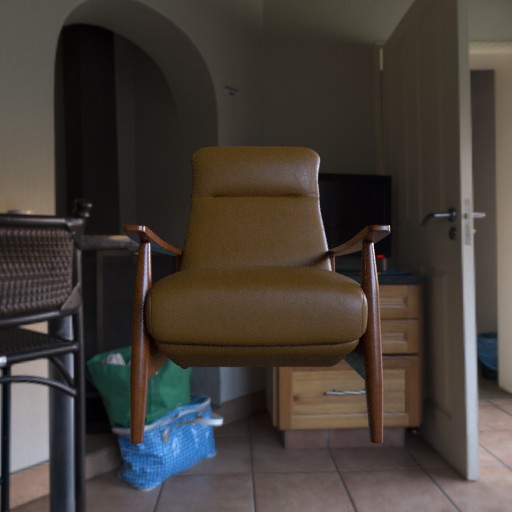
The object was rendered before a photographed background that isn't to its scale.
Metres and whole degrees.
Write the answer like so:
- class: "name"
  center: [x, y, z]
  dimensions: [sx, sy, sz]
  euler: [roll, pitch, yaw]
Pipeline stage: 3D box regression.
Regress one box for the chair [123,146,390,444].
- class: "chair"
  center: [0.000, 0.000, 1.757]
  dimensions: [0.762, 1.082, 1.014]
  euler: [0, 0, 0]
